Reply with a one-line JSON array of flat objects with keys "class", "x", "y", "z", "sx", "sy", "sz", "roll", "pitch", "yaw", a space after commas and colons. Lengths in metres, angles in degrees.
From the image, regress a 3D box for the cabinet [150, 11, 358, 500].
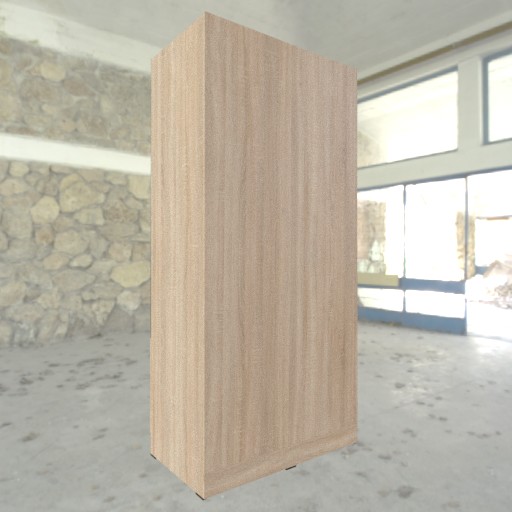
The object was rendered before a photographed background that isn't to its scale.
[{"class": "cabinet", "x": 0.000, "y": 0.000, "z": 2.452, "sx": 1.001, "sy": 2.121, "sz": 0.590, "roll": 0, "pitch": 0, "yaw": -37}]
